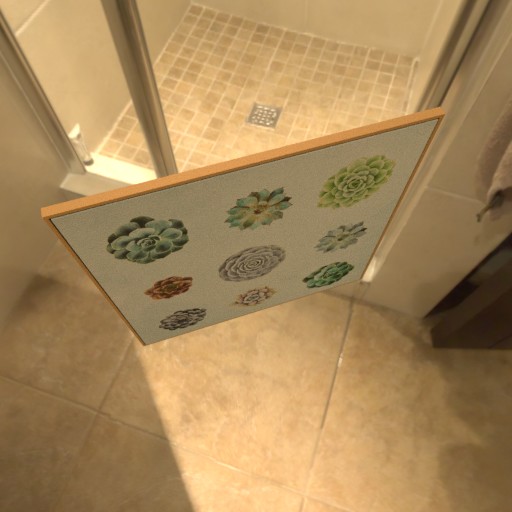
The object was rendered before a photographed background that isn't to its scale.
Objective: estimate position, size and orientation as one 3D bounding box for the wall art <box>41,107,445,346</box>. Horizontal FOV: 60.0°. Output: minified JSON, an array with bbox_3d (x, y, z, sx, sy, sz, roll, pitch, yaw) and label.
[{"bbox_3d":[0.000,0.000,0.682,0.457,0.455,0.013,-16,63,-8],"label":"wall art"}]
